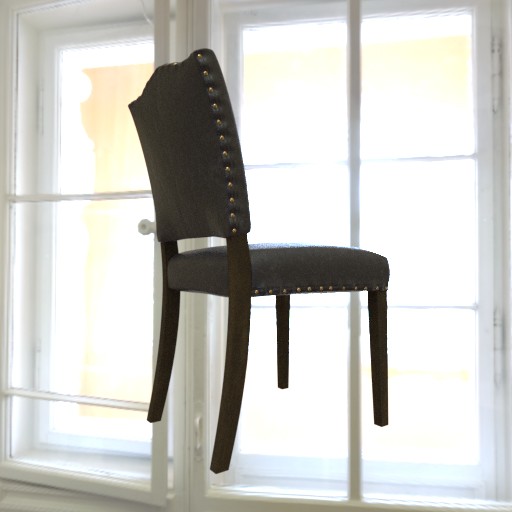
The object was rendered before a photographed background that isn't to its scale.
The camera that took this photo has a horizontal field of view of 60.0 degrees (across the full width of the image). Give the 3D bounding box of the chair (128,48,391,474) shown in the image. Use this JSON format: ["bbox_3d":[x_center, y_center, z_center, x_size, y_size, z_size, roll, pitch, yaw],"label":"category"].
[{"bbox_3d":[0.000,0.000,1.321,0.633,0.991,0.500,0,0,-36],"label":"chair"}]
